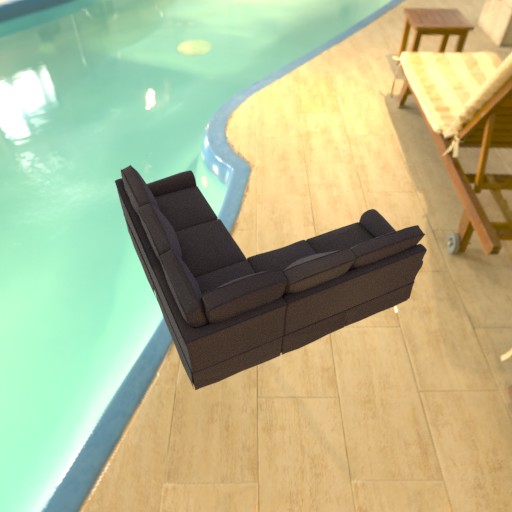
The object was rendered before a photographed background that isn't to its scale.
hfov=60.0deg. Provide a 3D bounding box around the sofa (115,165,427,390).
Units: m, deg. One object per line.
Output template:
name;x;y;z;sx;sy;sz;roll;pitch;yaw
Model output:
sofa;0.000;0.000;5.102;3.773;1.169;2.874;4;46;4
